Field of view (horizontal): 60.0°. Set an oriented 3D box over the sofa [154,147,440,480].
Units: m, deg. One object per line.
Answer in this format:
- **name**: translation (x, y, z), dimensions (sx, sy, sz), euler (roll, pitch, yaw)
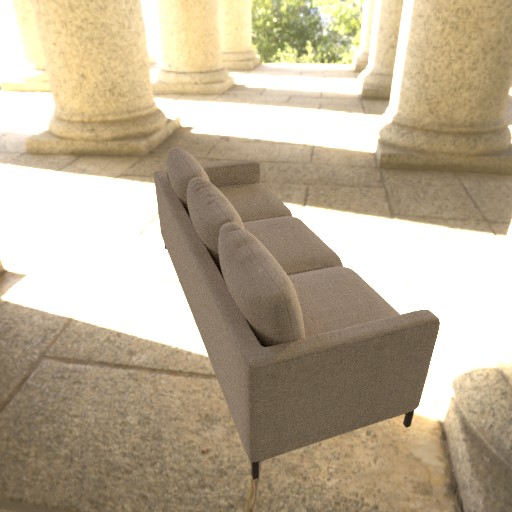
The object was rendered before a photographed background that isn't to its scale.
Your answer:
- **sofa**: translation (0.000, 0.000, 2.685), dimensions (0.859, 0.874, 2.218), euler (-10, 32, -17)
